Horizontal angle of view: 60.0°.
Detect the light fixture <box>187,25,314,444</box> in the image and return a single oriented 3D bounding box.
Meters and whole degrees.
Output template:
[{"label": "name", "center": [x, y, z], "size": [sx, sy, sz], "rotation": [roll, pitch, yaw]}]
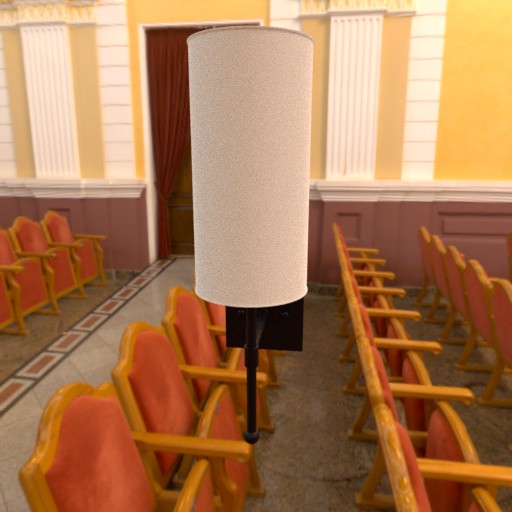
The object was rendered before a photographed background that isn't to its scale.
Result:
[{"label": "light fixture", "center": [0.000, 0.000, 0.540], "size": [0.128, 0.462, 0.208], "rotation": [2, 13, 8]}]
